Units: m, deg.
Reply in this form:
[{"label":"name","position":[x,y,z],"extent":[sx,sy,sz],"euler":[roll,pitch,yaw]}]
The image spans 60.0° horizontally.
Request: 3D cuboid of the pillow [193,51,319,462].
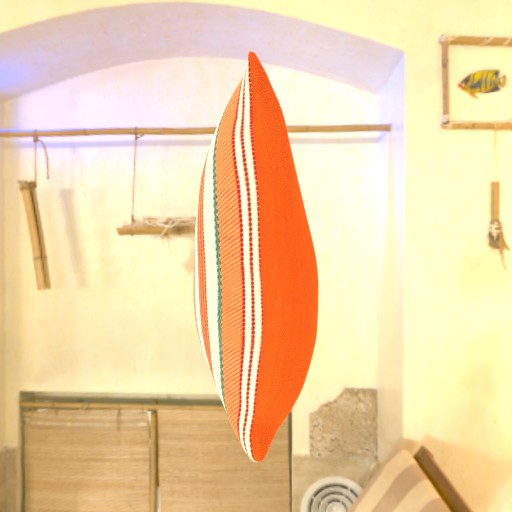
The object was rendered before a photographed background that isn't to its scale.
[{"label":"pillow","position":[0.000,0.000,0.673],"extent":[0.182,0.441,0.440],"euler":[0,1,2]}]
